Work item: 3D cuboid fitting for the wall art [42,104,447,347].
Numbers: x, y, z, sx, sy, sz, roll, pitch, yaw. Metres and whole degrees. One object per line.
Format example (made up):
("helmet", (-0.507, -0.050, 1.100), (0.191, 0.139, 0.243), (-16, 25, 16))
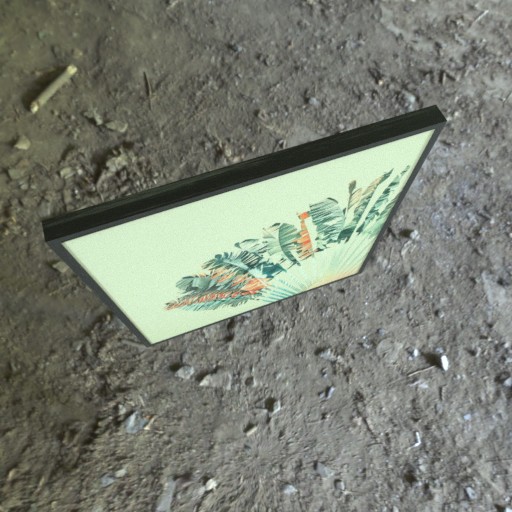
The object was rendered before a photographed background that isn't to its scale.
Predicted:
("wall art", (0.000, 0.000, 1.145), (0.762, 0.758, 0.043), (-18, 67, -8))
